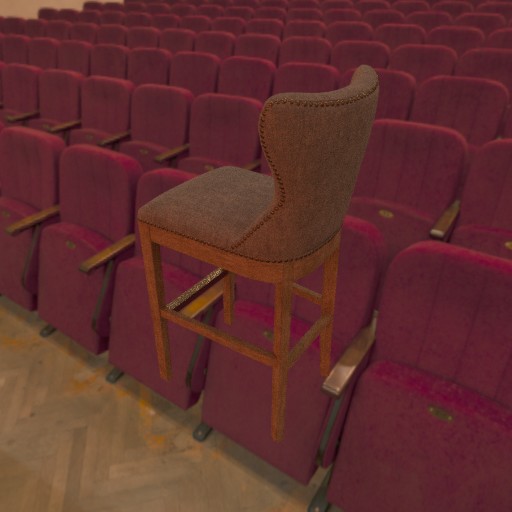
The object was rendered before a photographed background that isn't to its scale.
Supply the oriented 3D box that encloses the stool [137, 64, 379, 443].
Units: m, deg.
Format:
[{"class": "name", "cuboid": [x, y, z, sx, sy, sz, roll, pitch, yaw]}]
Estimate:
[{"class": "stool", "cuboid": [0.000, 0.000, 1.421, 0.606, 1.123, 0.494, 20, 38, 29]}]
